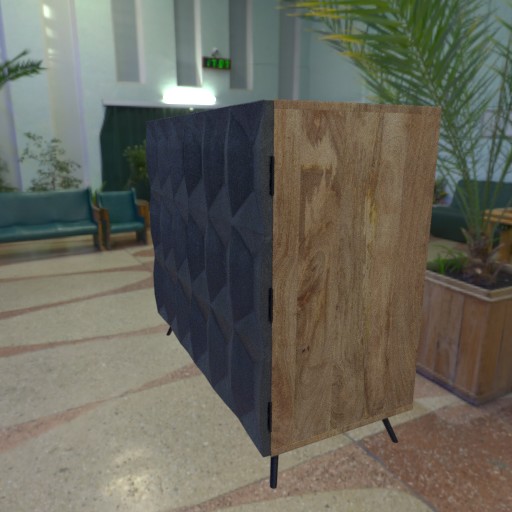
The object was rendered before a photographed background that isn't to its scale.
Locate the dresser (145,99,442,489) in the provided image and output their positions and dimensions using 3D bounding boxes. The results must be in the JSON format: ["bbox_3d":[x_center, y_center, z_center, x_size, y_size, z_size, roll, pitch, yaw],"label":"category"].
[{"bbox_3d":[0.000,0.000,1.402,0.446,0.847,0.967,-7,16,-25],"label":"dresser"}]
